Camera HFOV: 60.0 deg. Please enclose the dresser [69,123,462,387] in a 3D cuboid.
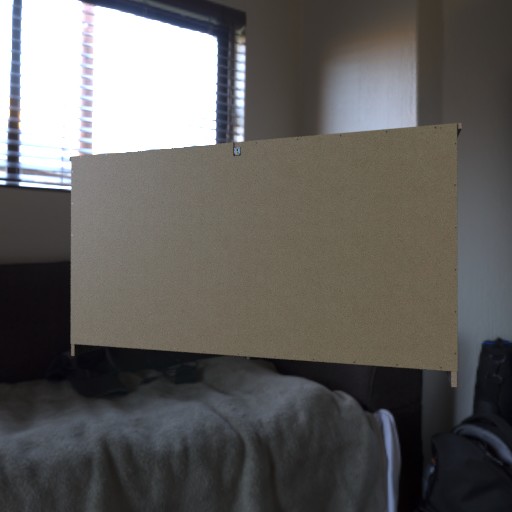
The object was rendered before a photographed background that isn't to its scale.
[{"bbox_3d":[0.000,0.000,1.657,1.360,0.755,0.401,0,0,18],"label":"dresser"}]
